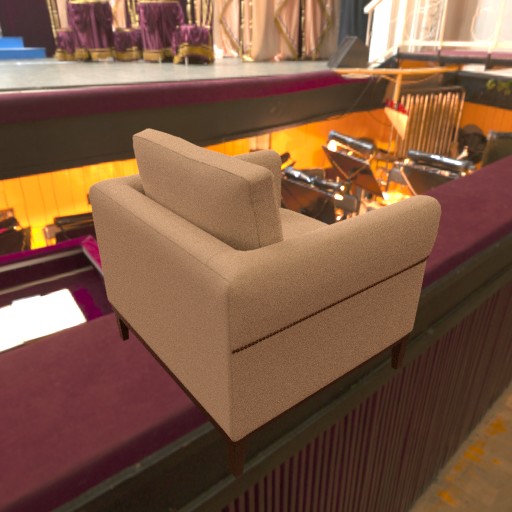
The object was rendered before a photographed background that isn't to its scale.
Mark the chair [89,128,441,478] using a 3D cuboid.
[{"bbox_3d":[0.000,0.000,1.702,0.896,0.915,0.982,-19,33,-33],"label":"chair"}]
